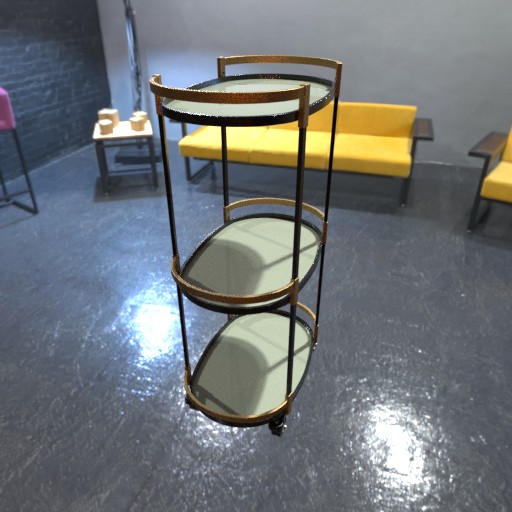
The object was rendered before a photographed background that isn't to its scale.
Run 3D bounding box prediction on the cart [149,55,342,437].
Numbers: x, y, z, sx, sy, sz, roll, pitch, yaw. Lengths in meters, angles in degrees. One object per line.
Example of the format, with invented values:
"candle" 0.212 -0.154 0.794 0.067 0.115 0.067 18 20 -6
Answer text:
"cart" 0.000 0.000 1.125 0.311 0.885 0.515 11 32 18
